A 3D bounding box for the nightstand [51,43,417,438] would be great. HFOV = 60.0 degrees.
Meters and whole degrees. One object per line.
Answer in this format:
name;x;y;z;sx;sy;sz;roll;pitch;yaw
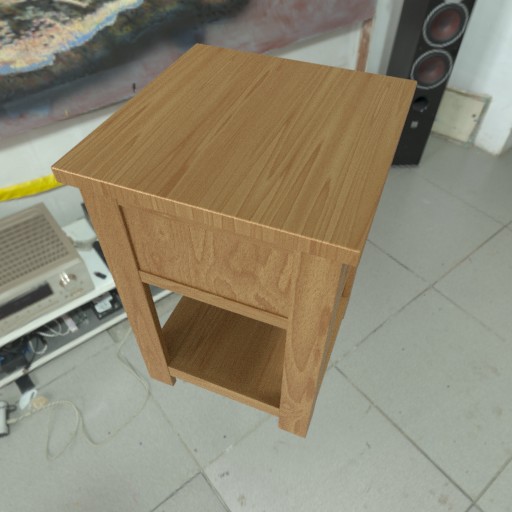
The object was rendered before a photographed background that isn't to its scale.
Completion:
nightstand;0.000;0.000;0.893;0.418;0.614;0.428;16;50;15
